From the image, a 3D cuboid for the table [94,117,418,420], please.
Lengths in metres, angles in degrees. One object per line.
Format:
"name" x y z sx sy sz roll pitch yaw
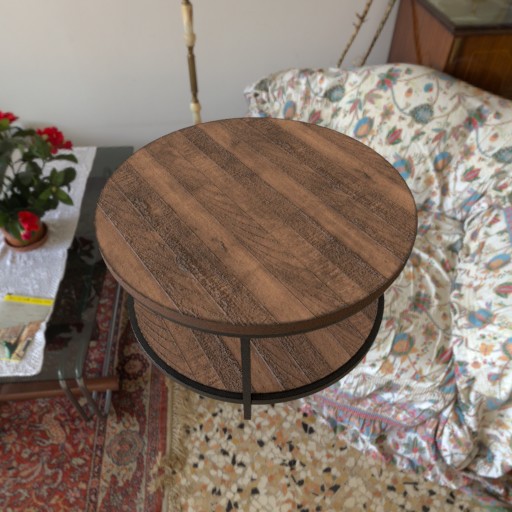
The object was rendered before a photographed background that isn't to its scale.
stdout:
"table" 0.000 0.000 1.347 0.837 0.462 0.837 0 46 0
